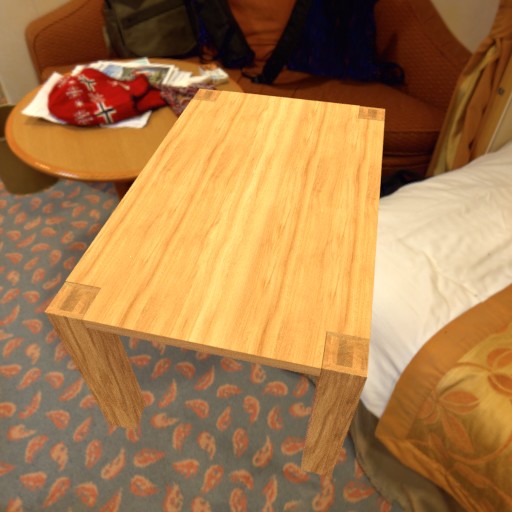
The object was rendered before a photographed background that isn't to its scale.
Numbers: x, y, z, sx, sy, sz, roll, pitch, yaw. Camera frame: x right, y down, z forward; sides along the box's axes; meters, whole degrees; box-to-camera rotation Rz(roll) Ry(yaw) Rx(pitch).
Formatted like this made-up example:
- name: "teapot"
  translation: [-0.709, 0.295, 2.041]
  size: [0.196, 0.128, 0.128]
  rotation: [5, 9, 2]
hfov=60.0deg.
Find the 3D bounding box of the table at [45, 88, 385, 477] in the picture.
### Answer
- name: "table"
  translation: [0.000, 0.000, 1.923]
  size: [0.900, 0.760, 1.400]
  rotation: [10, 47, 9]
